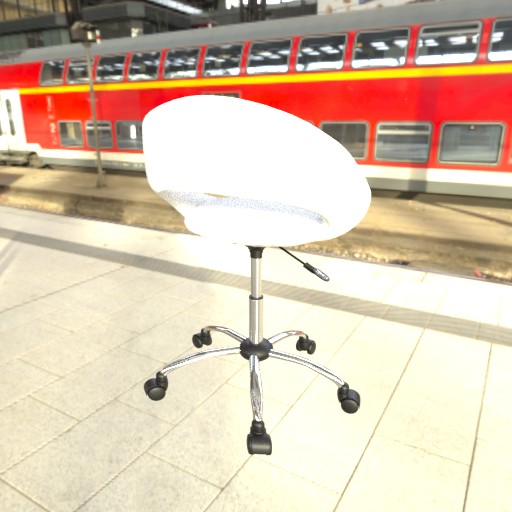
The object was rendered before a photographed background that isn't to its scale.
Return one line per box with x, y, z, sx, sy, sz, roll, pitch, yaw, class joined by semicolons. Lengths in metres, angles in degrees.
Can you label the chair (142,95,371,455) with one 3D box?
0.000;0.000;1.184;0.612;0.791;0.538;9;20;27;chair
